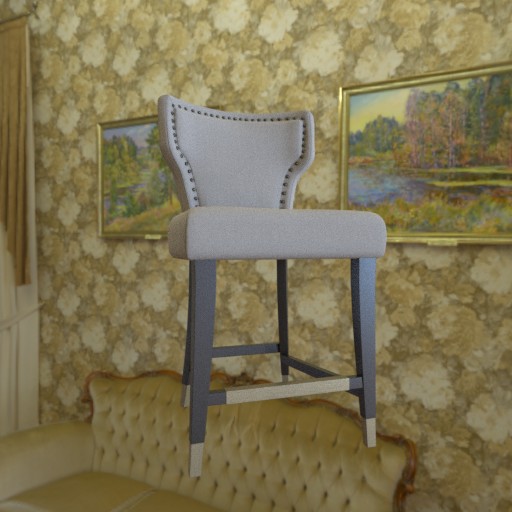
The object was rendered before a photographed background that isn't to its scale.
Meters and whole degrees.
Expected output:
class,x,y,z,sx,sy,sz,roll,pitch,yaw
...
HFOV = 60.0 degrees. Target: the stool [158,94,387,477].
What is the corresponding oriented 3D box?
class,x,y,z,sx,sy,sz,roll,pitch,yaw
stool,0.000,0.000,1.297,0.527,0.982,0.563,0,1,-19
